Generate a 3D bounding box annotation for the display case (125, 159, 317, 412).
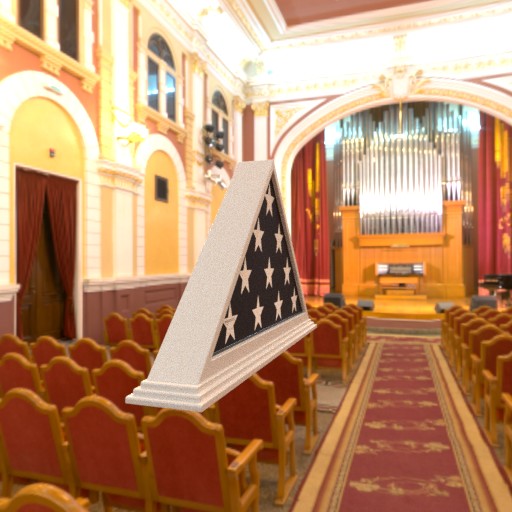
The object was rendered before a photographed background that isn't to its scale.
[{"bbox_3d":[0.000,0.000,0.790,0.095,0.340,0.640,0,-1,19],"label":"display case"}]
